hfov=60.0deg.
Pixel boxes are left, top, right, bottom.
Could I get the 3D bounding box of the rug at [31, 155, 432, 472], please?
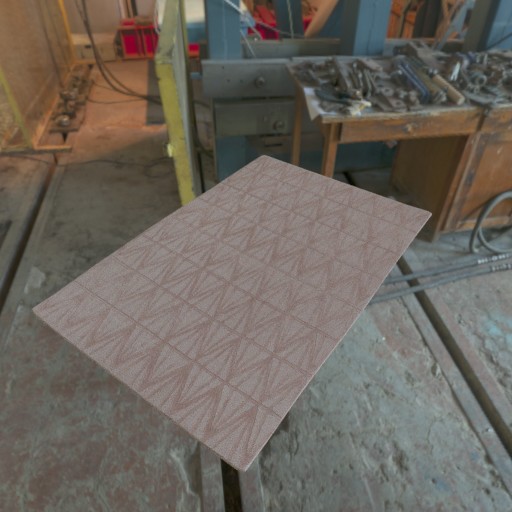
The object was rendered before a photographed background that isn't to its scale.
[{"bbox_3d":[0.000,0.000,2.308,1.230,0.025,1.837,26,47,26],"label":"rug"}]
